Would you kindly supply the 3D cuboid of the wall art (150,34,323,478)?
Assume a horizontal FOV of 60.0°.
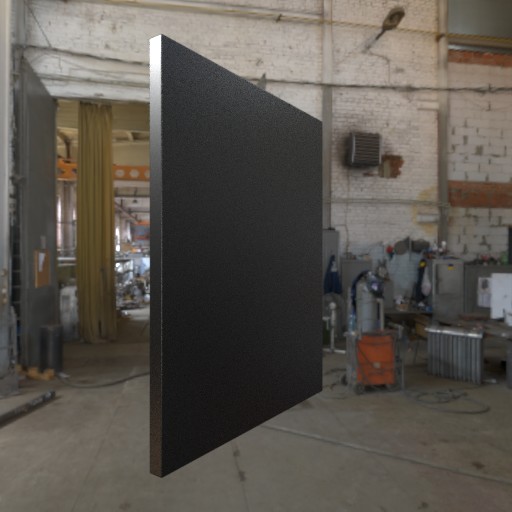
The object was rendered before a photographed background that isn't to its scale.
[{"bbox_3d":[0.000,0.000,1.591,0.053,1.194,0.950,0,0,35],"label":"wall art"}]
